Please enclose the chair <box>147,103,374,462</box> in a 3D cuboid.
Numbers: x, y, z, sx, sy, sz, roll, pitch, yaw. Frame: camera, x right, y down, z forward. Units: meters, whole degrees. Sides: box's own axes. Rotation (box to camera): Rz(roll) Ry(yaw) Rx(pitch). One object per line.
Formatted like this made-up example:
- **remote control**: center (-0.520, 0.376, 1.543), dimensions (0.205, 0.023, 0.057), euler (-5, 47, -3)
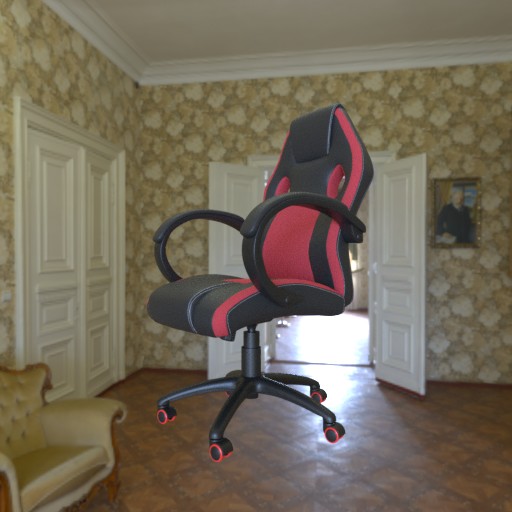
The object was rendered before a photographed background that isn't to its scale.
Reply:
- **chair**: center (0.000, 0.000, 1.613), dimensions (0.724, 1.187, 0.673), euler (0, 0, -37)
